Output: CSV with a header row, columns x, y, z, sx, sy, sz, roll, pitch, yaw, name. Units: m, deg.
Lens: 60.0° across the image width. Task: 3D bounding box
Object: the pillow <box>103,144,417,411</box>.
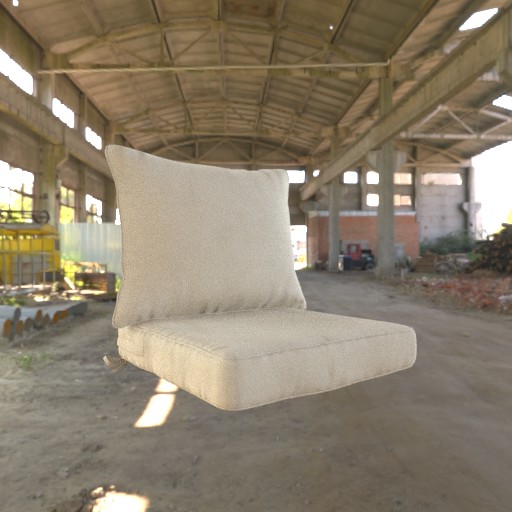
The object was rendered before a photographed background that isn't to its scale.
x,y,z,sx,sy,sz,roll,pitch,yaw,name
0.000,0.000,1.404,0.798,0.716,0.733,0,0,-37,pillow
